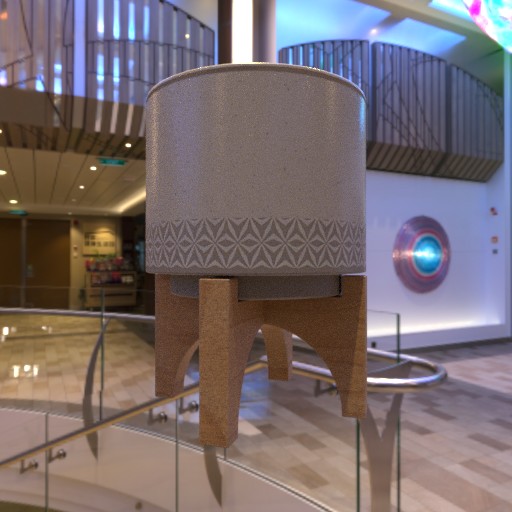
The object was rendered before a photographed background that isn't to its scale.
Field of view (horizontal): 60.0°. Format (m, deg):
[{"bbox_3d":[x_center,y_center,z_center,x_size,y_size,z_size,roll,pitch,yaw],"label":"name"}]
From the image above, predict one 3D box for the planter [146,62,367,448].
[{"bbox_3d":[0.000,0.000,0.268,0.130,0.178,0.130,0,0,0],"label":"planter"}]
